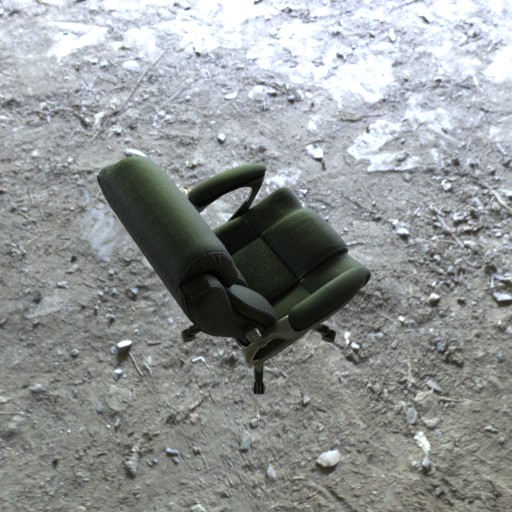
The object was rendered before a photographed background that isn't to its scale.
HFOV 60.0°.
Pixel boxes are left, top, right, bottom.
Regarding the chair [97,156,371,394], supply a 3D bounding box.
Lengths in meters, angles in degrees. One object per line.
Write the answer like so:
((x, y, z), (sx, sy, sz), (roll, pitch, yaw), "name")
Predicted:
((0.000, 0.000, 1.694), (0.784, 1.167, 0.741), (-32, 65, -17), "chair")
